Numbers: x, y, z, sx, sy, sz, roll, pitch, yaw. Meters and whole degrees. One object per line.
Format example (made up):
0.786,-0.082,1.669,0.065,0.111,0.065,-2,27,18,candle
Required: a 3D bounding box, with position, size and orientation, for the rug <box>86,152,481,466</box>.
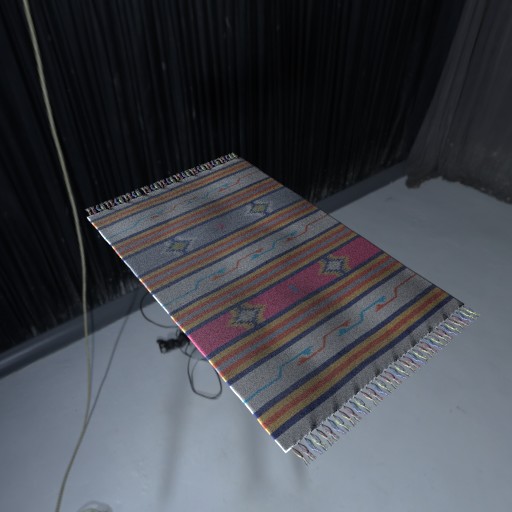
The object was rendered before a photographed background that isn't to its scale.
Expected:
0.000,0.000,2.243,1.084,0.013,1.849,-28,49,-28,rug
